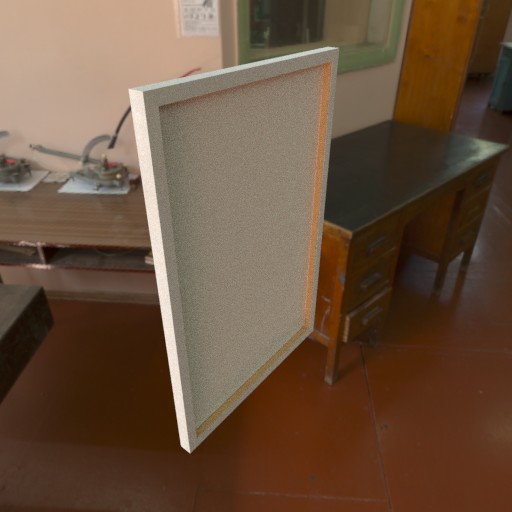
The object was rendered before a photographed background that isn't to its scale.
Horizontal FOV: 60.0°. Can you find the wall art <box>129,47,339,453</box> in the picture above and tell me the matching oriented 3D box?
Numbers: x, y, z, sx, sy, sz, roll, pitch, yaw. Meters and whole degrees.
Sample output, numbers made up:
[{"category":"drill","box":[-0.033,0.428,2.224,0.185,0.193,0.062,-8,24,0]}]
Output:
[{"category":"wall art","box":[0.000,0.000,1.132,0.038,0.912,0.607,23,39,31]}]
